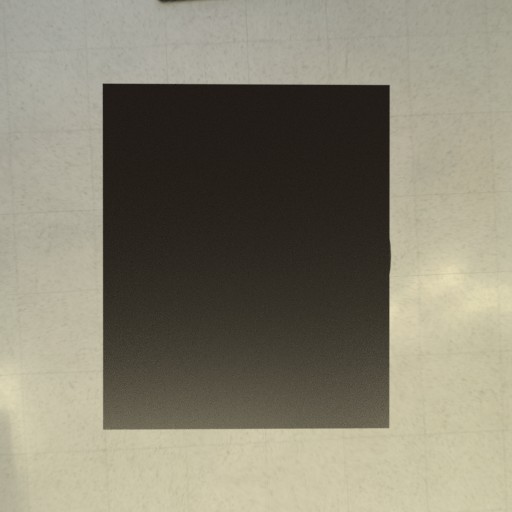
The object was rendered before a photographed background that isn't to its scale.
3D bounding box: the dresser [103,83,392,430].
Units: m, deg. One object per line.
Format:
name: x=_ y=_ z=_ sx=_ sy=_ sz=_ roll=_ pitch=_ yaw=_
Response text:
dresser: x=0.000 y=0.000 z=0.749 sx=0.360 sy=0.470 sz=0.400 roll=0 pitch=90 yaw=-1
